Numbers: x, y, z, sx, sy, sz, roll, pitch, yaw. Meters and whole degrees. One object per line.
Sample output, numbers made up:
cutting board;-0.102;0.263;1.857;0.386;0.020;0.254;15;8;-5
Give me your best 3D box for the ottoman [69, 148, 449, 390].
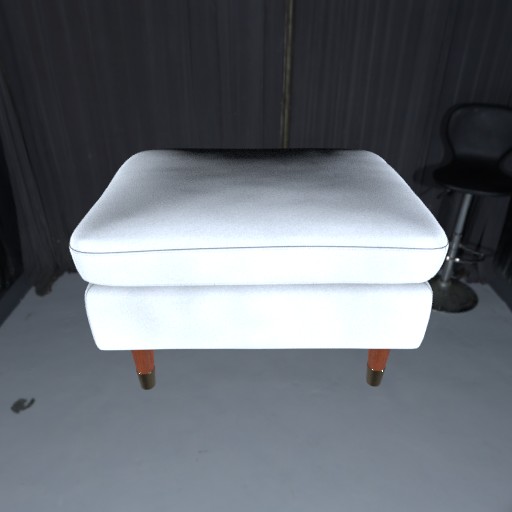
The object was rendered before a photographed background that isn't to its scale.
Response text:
ottoman;0.000;0.000;1.146;0.747;0.478;0.593;-1;30;-1
